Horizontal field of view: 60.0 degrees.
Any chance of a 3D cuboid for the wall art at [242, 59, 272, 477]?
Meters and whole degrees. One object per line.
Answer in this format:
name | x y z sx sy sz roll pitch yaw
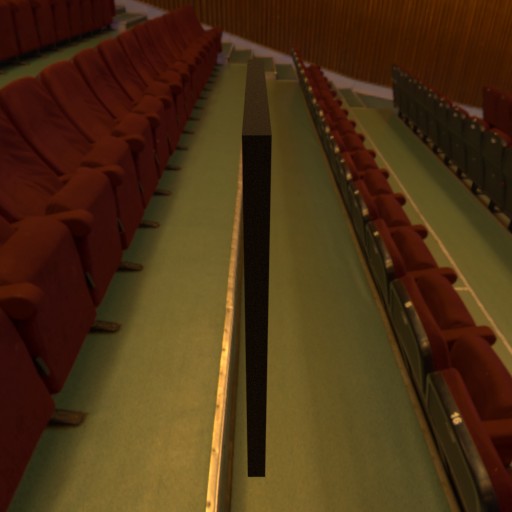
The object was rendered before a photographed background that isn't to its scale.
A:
wall art | 0.000 0.000 0.763 0.029 0.559 0.457 0 32 0
